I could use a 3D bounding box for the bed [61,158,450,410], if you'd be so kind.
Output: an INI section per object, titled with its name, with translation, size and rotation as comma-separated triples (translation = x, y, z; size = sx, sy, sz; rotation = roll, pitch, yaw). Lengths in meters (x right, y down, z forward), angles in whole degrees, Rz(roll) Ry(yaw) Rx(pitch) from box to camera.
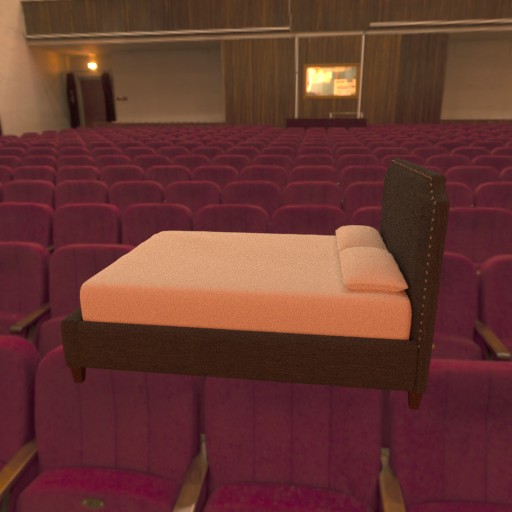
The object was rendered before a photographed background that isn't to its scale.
[bed]
translation = 0.000, 0.000, 3.475
size = 2.372, 1.443, 1.713
rotation = 2, 16, 7
